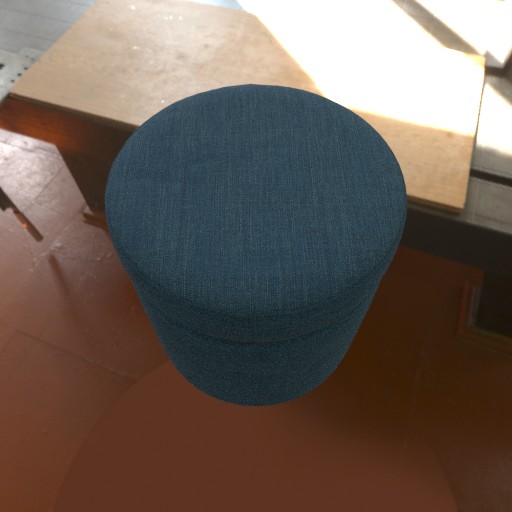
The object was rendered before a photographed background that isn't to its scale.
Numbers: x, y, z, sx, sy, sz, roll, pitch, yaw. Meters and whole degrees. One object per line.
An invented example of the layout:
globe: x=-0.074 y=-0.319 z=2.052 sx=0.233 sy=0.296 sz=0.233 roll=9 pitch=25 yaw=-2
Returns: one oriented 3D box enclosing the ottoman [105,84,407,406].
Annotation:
ottoman: x=0.000 y=0.000 z=0.737 sx=0.398 sy=0.406 sz=0.398 roll=0 pitch=58 yaw=0
